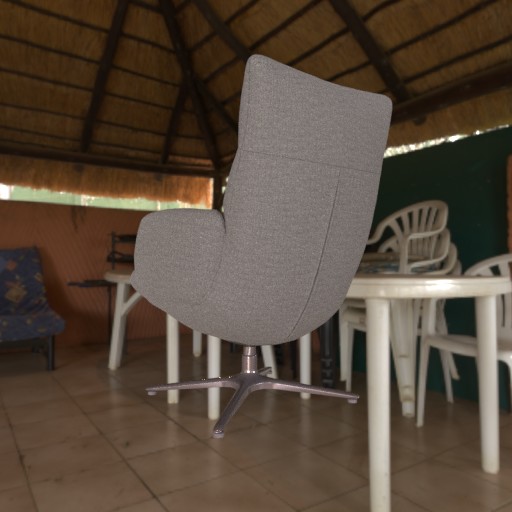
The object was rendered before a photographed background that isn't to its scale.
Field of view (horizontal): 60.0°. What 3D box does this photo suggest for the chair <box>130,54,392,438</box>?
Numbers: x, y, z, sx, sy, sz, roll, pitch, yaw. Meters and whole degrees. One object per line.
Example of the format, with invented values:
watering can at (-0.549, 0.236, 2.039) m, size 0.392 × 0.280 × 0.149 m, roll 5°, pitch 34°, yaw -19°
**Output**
chair at (0.000, 0.000, 1.516) m, size 0.702 × 0.984 × 0.831 m, roll 1°, pitch -1°, yaw -35°
